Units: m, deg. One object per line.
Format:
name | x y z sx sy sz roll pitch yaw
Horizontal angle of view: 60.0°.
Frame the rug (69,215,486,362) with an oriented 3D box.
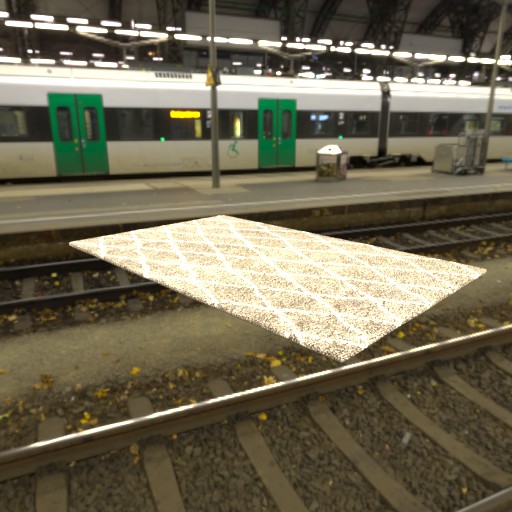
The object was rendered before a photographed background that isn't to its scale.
rug | 0.000 0.000 2.991 1.524 0.030 2.438 -16 22 -43
